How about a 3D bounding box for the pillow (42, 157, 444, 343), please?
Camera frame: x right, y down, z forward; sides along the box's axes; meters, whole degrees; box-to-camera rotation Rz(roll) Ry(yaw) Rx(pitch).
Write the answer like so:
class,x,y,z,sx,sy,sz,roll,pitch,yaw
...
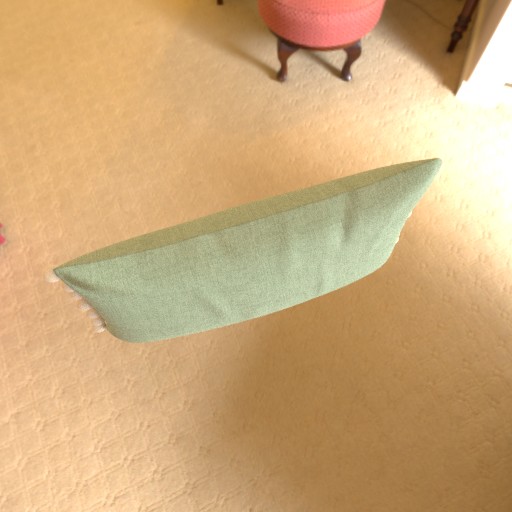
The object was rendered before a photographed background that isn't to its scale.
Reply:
class,x,y,z,sx,sy,sz,roll,pitch,yaw
pillow,0.000,0.000,0.842,0.709,0.322,0.201,-16,64,-8
